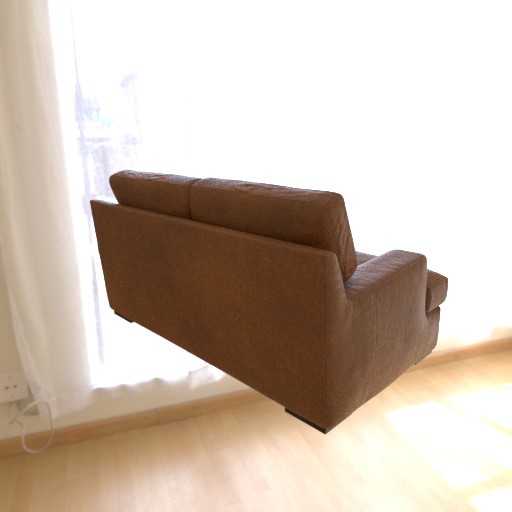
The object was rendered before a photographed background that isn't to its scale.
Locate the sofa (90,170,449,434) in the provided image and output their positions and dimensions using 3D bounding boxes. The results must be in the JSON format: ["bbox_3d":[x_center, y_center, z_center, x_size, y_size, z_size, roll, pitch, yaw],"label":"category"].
[{"bbox_3d":[0.000,0.000,2.582,1.144,0.966,1.880,-15,22,-43],"label":"sofa"}]
